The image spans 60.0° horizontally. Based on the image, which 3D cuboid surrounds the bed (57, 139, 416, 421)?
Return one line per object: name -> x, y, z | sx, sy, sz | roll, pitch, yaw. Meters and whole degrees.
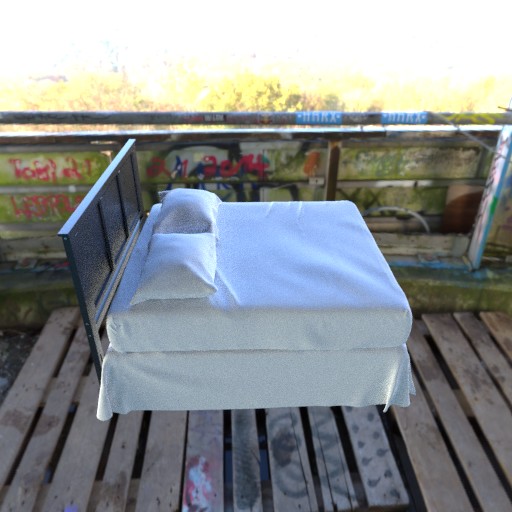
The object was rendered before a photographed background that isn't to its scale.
bed -> 0.000, 0.000, 3.263 | 2.050, 1.270, 1.870 | -1, 31, -1
